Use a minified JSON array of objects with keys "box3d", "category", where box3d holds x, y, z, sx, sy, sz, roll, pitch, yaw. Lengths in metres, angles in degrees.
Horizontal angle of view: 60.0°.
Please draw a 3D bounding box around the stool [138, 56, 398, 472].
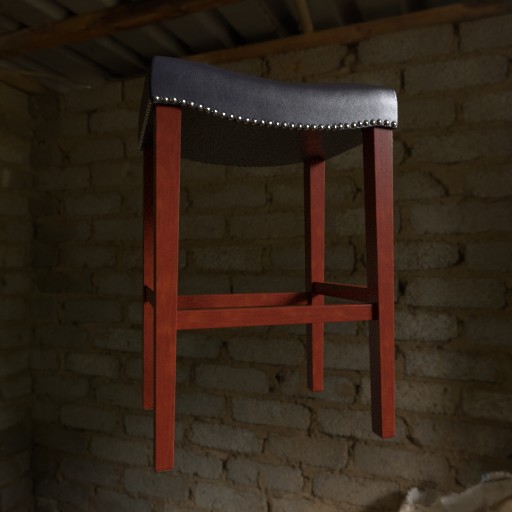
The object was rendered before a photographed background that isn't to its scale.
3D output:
[{"box3d":[0.000,0.000,1.004,0.504,0.742,0.372,0,0,-18],"category":"stool"}]
